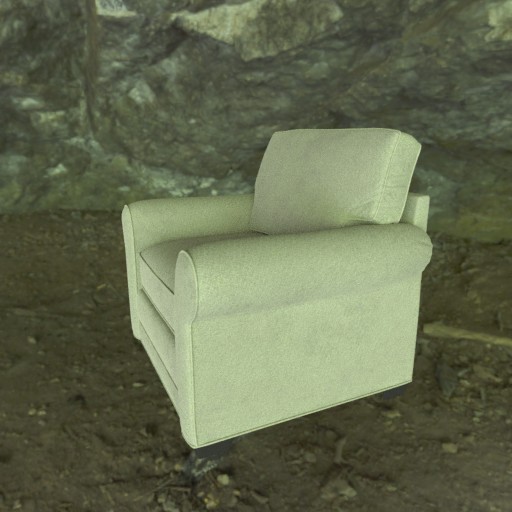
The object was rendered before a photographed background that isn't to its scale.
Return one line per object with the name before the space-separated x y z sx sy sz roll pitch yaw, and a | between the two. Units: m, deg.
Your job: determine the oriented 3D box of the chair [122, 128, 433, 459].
chair | 0.000 0.000 1.885 0.939 1.044 1.147 -7 17 -25
